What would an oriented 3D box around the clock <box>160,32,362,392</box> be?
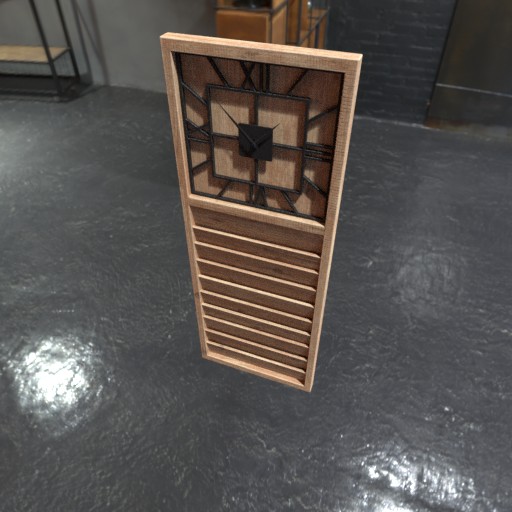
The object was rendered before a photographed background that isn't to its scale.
[{"bbox_3d":[0.000,0.000,1.079,0.361,0.965,0.030,14,43,15],"label":"clock"}]
